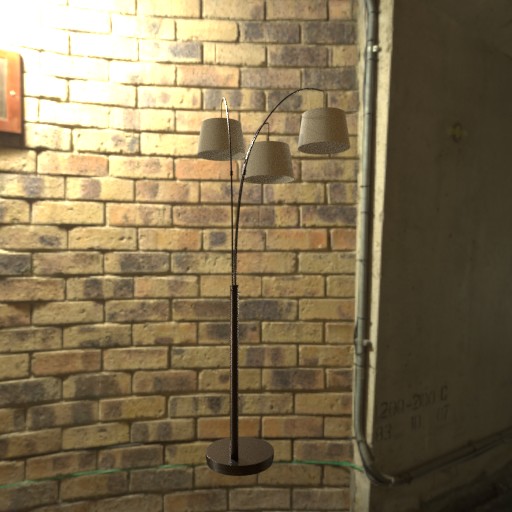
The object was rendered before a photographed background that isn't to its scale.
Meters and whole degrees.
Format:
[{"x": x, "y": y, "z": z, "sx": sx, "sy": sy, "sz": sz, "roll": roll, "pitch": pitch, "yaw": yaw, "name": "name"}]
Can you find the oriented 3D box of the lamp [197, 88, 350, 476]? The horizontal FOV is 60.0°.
[{"x": 0.000, "y": 0.000, "z": 2.412, "sx": 0.951, "sy": 1.950, "sz": 0.924, "roll": 0, "pitch": -1, "yaw": 18, "name": "lamp"}]
